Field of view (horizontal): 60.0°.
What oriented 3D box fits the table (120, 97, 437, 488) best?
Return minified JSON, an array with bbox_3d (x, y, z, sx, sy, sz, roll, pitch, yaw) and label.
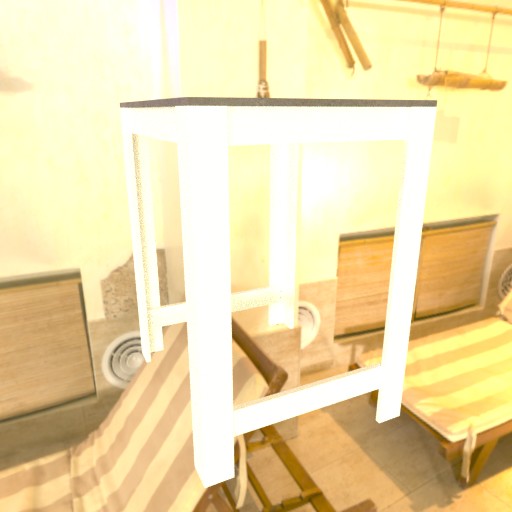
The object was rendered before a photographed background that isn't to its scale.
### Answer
[{"bbox_3d":[0.000,0.000,1.550,0.700,1.020,0.800,-9,20,-24],"label":"table"}]
